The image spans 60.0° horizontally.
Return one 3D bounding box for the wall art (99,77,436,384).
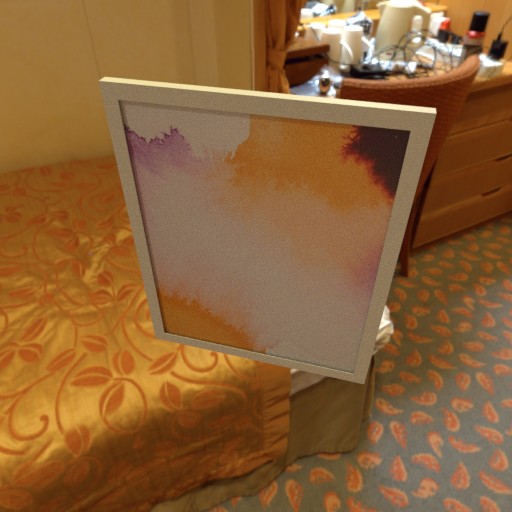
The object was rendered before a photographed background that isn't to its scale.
[{"bbox_3d":[0.000,0.000,1.111,0.661,0.811,0.026,10,41,12],"label":"wall art"}]
